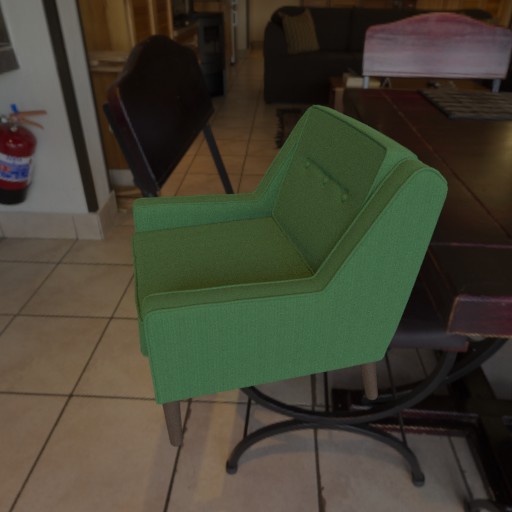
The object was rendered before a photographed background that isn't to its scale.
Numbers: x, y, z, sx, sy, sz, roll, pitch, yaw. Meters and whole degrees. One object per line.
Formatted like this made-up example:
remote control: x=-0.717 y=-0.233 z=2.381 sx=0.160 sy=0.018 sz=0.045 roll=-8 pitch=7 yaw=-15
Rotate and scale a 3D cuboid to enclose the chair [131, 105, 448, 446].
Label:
chair: x=0.000 y=0.000 z=1.364 sx=0.743 sy=0.792 sz=0.663 roll=-8 pitch=32 yaw=-13
